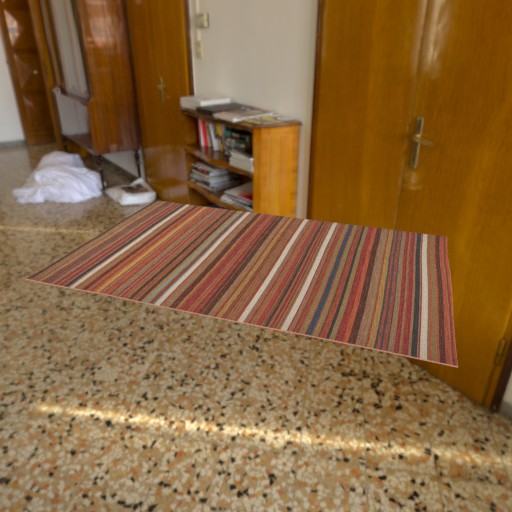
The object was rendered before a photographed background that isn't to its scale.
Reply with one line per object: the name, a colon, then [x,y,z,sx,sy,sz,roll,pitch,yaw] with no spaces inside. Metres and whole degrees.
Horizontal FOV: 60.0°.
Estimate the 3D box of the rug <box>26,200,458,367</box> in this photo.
rug: [0.000,0.000,2.972,2.438,0.008,1.523,9,28,17]
